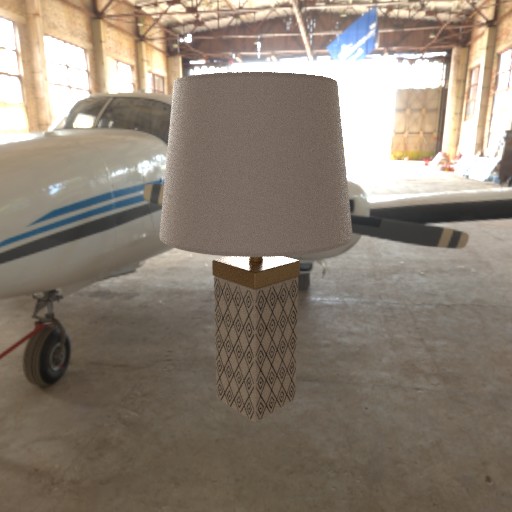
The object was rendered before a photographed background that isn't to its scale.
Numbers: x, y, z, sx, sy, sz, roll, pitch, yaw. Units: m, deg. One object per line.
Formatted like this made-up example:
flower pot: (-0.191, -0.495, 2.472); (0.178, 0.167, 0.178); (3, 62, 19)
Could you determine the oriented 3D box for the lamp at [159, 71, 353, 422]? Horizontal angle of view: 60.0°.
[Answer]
lamp: (0.000, 0.000, 0.596); (0.251, 0.435, 0.251); (0, 14, 0)
